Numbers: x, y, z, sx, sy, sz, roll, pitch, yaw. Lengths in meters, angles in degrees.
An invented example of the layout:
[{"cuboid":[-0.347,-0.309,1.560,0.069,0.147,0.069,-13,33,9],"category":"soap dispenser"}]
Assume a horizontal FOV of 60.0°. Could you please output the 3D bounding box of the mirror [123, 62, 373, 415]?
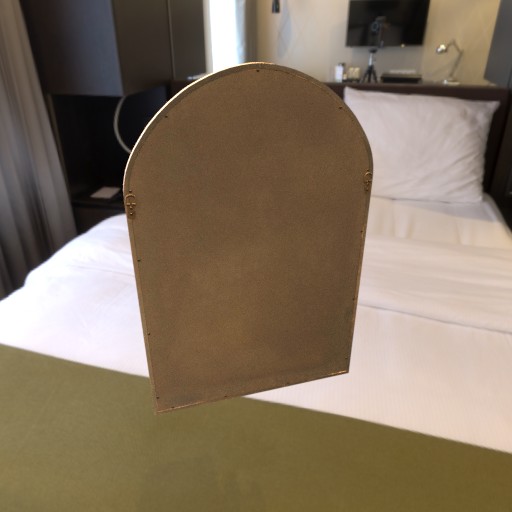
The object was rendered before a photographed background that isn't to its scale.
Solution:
[{"cuboid":[0.000,0.000,1.142,0.609,0.915,0.032,-8,28,-15],"category":"mirror"}]
